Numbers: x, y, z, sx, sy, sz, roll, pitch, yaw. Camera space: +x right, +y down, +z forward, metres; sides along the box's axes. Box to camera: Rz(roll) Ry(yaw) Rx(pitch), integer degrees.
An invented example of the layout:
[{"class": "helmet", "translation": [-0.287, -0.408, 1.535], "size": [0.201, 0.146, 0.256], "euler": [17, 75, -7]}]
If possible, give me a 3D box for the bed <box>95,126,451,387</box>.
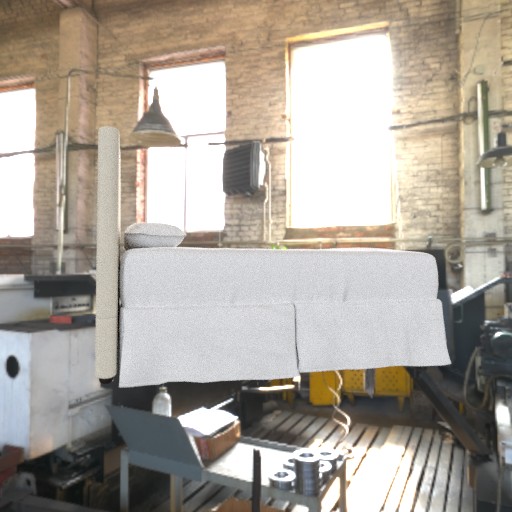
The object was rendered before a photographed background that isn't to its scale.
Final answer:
[{"class": "bed", "translation": [0.000, 0.000, 3.367], "size": [2.196, 1.449, 1.741], "euler": [1, -2, -17]}]
